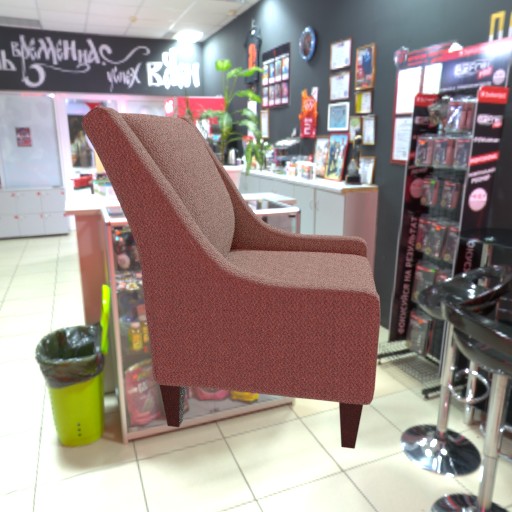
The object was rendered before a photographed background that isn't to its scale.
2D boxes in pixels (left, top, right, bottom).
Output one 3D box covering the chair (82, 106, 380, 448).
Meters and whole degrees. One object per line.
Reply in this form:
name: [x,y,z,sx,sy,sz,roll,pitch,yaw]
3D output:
chair: [0.000,0.000,1.638,0.870,1.014,0.774,3,15,10]
